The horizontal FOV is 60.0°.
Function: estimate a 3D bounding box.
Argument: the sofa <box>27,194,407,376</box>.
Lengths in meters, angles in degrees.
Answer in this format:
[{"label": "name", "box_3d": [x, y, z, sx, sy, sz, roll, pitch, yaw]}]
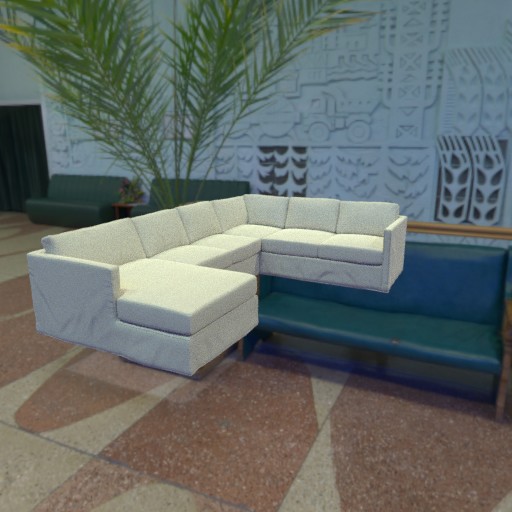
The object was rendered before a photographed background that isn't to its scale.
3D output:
[{"label": "sofa", "box_3d": [0.000, 0.000, 4.555, 2.448, 0.882, 3.464, 7, 16, 26]}]
